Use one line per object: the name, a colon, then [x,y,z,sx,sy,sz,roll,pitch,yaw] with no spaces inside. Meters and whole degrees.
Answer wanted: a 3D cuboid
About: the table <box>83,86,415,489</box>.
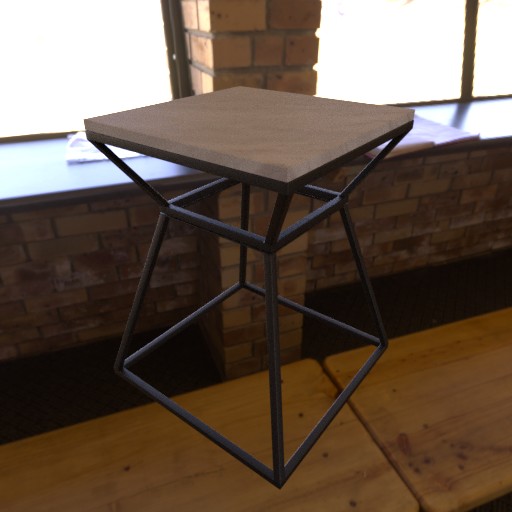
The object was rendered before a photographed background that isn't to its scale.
table: [0.000,0.000,0.895,0.455,0.559,0.455,21,36,32]
